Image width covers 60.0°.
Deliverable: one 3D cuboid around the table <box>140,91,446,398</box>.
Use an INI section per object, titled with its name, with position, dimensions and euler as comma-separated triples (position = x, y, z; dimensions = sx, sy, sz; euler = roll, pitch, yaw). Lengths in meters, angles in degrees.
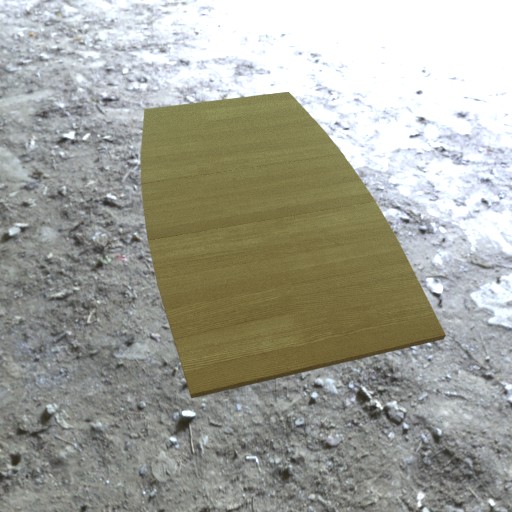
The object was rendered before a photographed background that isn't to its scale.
[table]
position = 0.000, 0.000, 2.068
dimensions = 0.900, 0.748, 1.598
euler = -10, 48, -10
